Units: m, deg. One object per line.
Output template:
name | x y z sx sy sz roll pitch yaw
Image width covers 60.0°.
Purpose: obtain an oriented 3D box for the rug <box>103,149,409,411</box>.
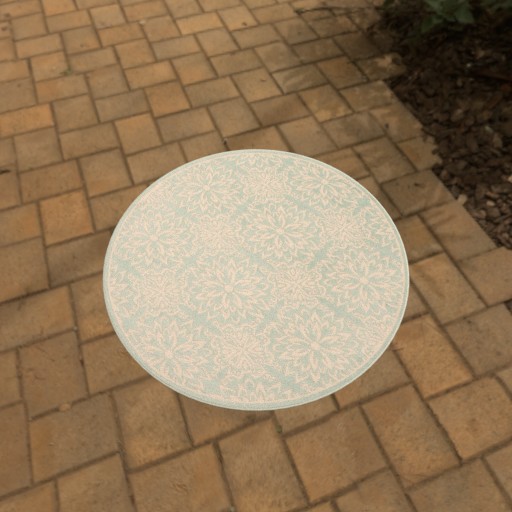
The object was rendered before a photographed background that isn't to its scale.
rug | 0.000 0.000 2.342 1.593 0.012 1.593 0 57 0
